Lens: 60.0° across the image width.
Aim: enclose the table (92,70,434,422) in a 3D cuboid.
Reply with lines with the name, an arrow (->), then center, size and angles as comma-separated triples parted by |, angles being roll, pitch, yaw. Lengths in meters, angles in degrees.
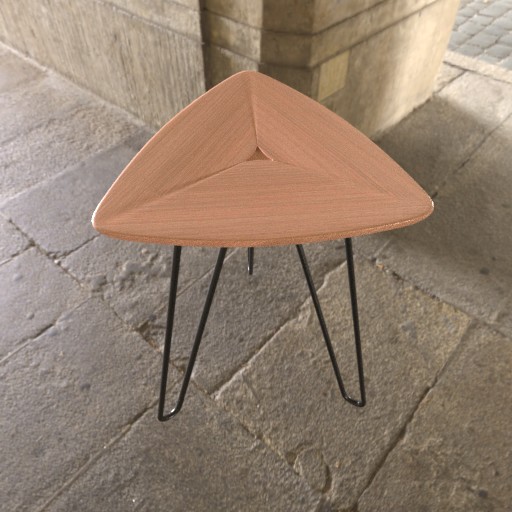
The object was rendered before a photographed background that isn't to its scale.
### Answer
table -> 0.000, 0.000, 0.882 | 0.442, 0.564, 0.455 | -3, 48, -3
